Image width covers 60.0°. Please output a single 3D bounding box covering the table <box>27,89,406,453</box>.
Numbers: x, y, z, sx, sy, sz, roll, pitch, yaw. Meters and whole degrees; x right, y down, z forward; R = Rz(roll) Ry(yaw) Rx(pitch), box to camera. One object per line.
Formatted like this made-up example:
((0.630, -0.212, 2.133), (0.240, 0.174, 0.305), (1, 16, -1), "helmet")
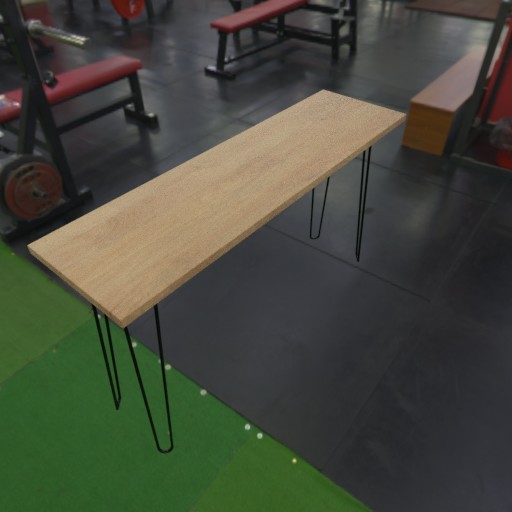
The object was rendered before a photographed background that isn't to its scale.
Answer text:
((0.000, 0.000, 1.736), (0.399, 0.799, 1.400), (29, 49, 29), "table")
